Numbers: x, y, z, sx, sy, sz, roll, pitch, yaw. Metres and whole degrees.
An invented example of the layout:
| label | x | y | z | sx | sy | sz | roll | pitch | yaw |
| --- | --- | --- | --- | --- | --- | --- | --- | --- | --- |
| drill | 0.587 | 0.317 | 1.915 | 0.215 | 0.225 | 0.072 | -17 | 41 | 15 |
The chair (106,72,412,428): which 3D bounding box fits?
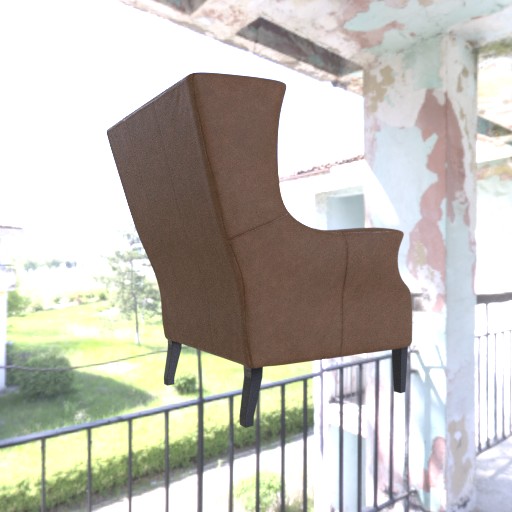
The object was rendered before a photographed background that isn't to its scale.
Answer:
| label | x | y | z | sx | sy | sz | roll | pitch | yaw |
| --- | --- | --- | --- | --- | --- | --- | --- | --- | --- |
| chair | 0.000 | 0.000 | 1.682 | 0.925 | 1.016 | 0.852 | 0 | 0 | -37 |
